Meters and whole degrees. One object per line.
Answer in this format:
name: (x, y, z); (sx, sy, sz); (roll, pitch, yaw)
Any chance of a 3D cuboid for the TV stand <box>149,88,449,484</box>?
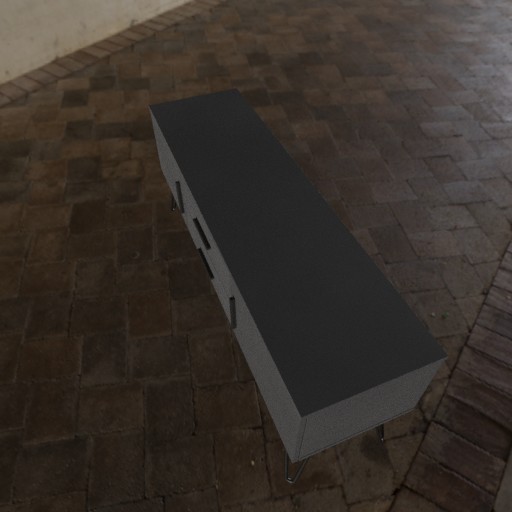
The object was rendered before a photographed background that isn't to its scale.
TV stand: (0.000, 0.000, 1.630); (0.400, 0.560, 1.400); (-17, 50, -15)
